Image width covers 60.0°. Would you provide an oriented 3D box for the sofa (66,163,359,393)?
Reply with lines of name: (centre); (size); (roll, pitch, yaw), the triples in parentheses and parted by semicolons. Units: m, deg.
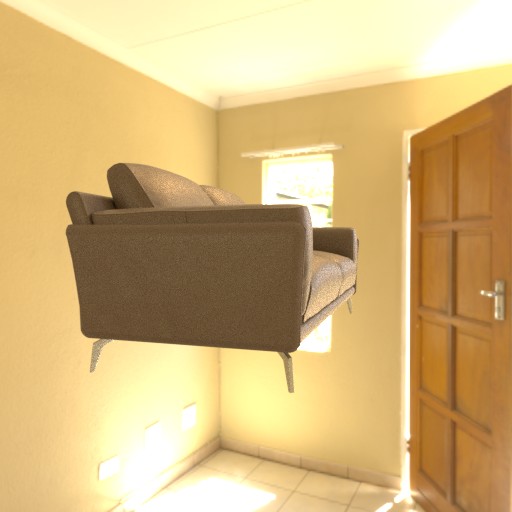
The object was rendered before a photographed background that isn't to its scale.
sofa: (0.000, 0.000, 2.660); (1.049, 0.930, 2.101); (0, 1, 18)
